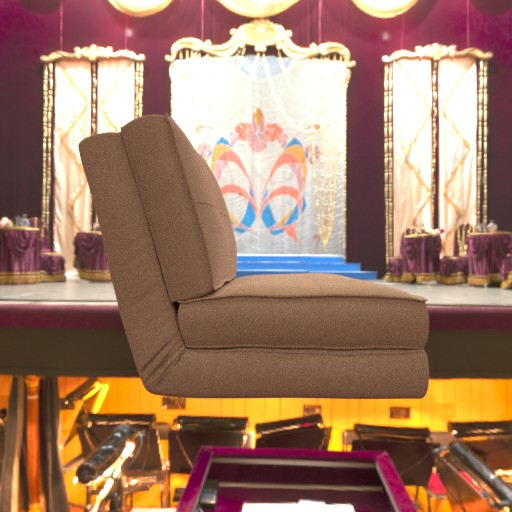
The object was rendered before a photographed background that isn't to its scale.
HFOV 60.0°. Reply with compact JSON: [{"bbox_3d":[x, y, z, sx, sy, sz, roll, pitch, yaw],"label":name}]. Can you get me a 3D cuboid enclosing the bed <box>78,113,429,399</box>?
[{"bbox_3d":[0.000,0.000,1.305,0.749,0.614,0.799,0,0,1],"label":"bed"}]
